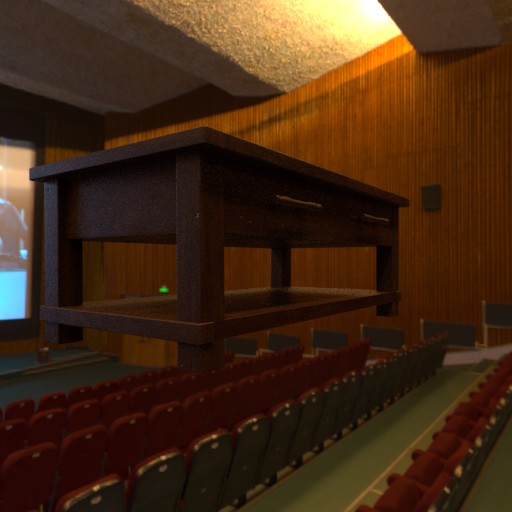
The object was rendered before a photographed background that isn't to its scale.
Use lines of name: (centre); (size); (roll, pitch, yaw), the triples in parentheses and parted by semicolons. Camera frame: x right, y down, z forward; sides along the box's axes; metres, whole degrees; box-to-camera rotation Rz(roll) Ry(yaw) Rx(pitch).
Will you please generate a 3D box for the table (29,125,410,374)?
table: (0.000, 0.000, 1.569); (0.700, 0.494, 1.270); (0, -1, 36)
